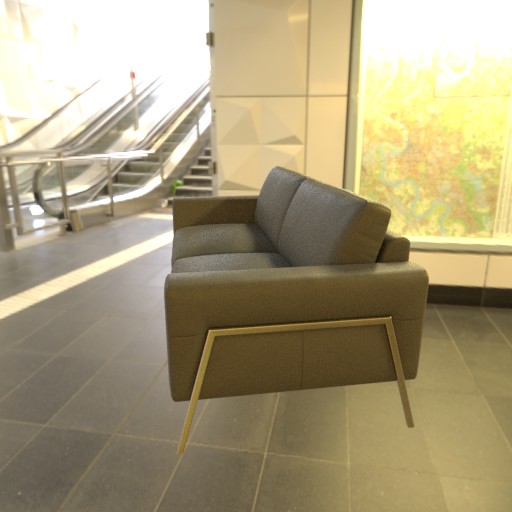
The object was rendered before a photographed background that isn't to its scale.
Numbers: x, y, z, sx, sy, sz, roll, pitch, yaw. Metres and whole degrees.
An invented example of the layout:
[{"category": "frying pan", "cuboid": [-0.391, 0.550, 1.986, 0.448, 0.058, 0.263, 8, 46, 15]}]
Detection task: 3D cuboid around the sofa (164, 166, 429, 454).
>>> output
[{"category": "sofa", "cuboid": [0.000, 0.000, 2.505, 0.953, 0.875, 2.017, -3, 16, -9]}]
